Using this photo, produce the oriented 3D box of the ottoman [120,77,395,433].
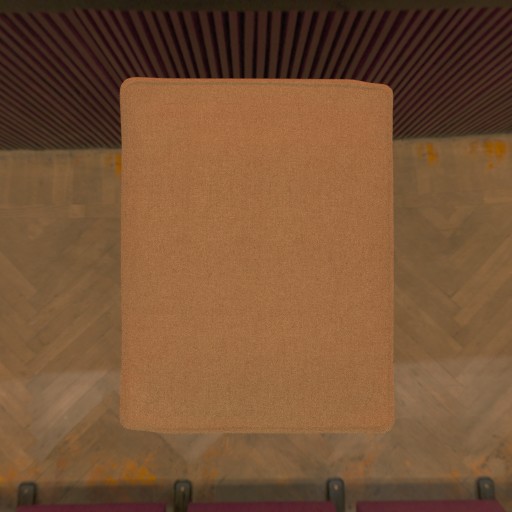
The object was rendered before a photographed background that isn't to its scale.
[{"bbox_3d":[0.000,0.000,1.211,0.650,0.485,0.833,0,89,-1],"label":"ottoman"}]
